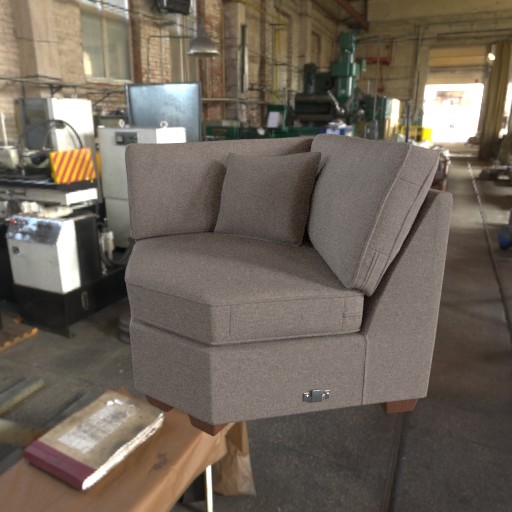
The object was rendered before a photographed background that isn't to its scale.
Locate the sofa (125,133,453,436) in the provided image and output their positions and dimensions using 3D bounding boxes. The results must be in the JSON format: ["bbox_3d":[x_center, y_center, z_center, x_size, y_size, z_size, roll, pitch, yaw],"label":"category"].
[{"bbox_3d":[0.000,0.000,1.814,1.050,0.951,1.042,-3,17,-9],"label":"sofa"}]
